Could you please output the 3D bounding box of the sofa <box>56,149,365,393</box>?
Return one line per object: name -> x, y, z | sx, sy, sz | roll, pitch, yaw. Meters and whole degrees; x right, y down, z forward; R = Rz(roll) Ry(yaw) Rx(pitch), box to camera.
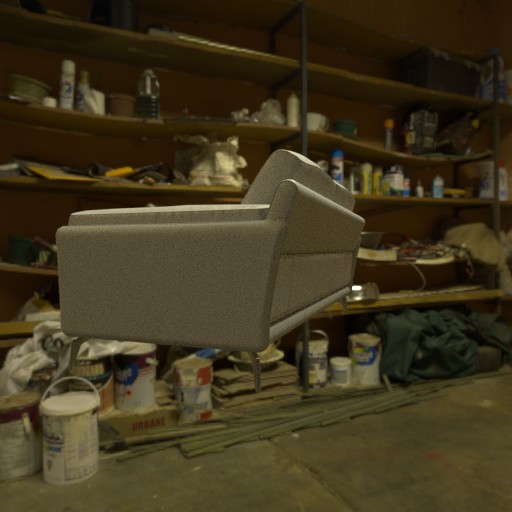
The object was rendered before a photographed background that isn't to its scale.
sofa -> 0.000, 0.000, 2.644 | 1.049, 0.930, 2.101 | 0, 1, 20
